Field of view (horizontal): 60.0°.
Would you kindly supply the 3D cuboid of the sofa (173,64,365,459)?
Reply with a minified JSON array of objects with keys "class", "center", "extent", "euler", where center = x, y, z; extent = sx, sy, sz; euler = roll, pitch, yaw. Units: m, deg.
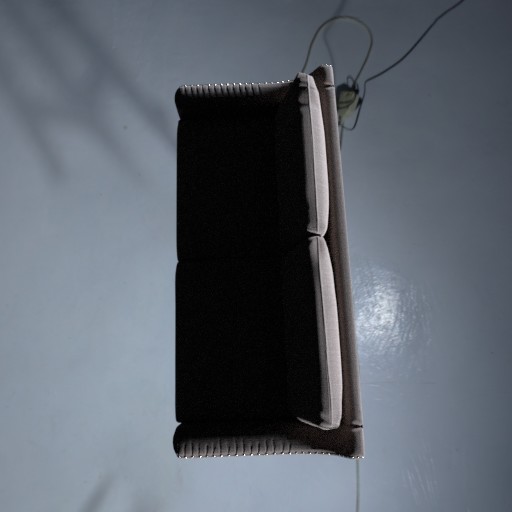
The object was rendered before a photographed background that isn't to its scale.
[{"class":"sofa","center":[0.000,0.000,2.681],"extent":[1.000,0.857,2.208],"euler":[-2,77,0]}]
